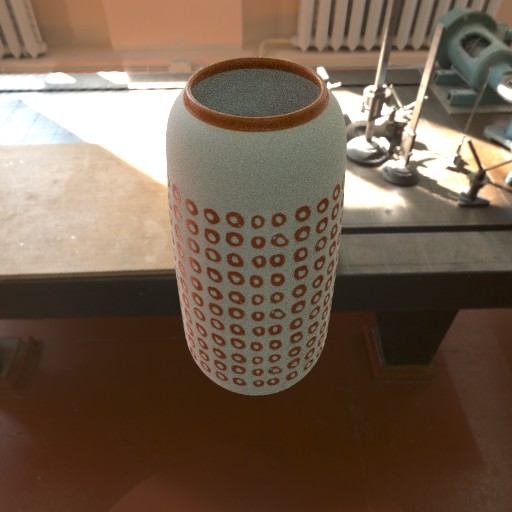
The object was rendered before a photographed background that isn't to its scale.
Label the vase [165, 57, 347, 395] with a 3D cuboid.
[{"bbox_3d":[0.000,0.000,0.355,0.133,0.282,0.133,0,46,0],"label":"vase"}]
